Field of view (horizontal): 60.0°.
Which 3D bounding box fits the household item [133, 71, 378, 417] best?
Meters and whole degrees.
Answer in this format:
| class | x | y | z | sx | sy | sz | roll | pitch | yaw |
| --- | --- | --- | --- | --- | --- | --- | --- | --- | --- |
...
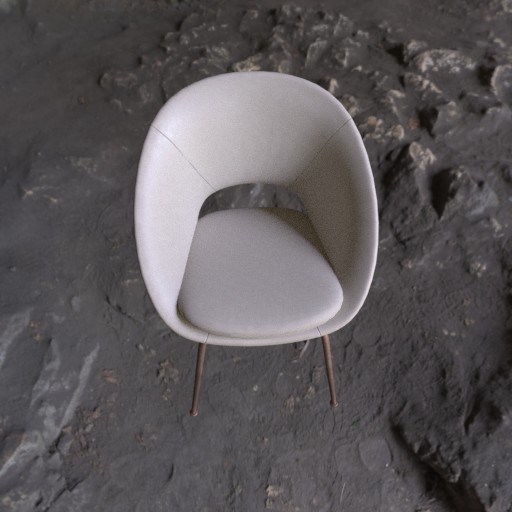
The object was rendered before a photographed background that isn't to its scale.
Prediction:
| class | x | y | z | sx | sy | sz | roll | pitch | yaw |
| --- | --- | --- | --- | --- | --- | --- | --- | --- | --- |
| household item | 0.000 | 0.000 | 1.290 | 0.623 | 0.852 | 0.573 | -3 | 46 | -3 |
